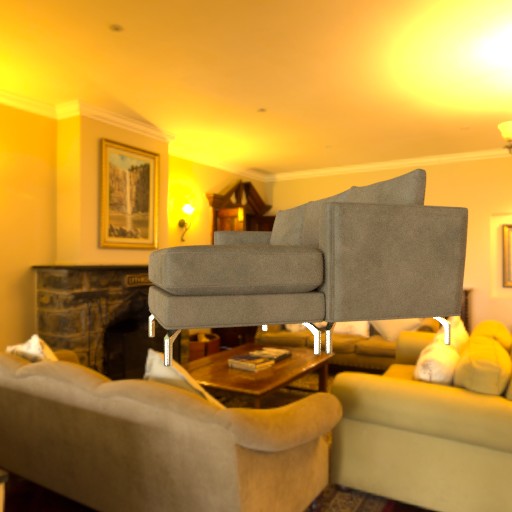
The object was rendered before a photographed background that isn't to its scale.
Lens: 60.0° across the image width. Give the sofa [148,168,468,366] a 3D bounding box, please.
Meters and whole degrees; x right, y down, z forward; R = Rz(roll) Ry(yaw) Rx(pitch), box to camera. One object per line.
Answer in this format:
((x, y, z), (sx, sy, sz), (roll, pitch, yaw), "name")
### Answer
((0.000, 0.000, 3.282), (1.622, 0.987, 2.438), (0, 0, -19), "sofa")
